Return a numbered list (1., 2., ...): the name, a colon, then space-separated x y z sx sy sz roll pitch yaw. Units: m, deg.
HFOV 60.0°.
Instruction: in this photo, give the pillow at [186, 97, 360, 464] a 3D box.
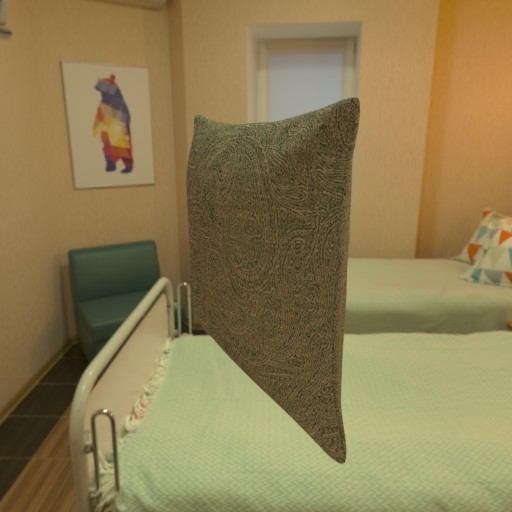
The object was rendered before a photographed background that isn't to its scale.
1. pillow: 0.000 0.000 0.799 0.166 0.507 0.526 -8 17 -27
